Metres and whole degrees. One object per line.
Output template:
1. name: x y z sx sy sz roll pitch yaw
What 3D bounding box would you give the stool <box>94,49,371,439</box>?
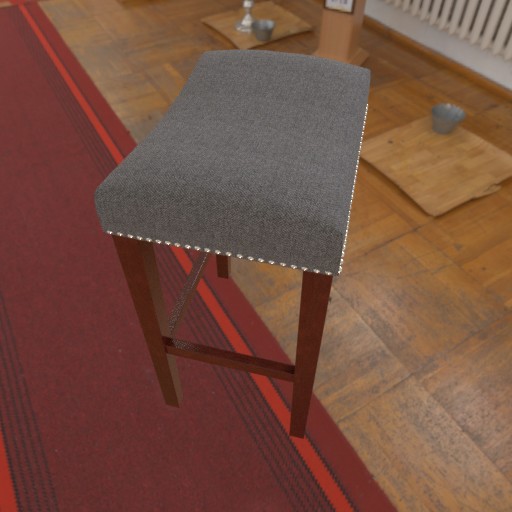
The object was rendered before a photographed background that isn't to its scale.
1. stool: 0.000 0.000 1.012 0.372 0.742 0.504 10 48 10
